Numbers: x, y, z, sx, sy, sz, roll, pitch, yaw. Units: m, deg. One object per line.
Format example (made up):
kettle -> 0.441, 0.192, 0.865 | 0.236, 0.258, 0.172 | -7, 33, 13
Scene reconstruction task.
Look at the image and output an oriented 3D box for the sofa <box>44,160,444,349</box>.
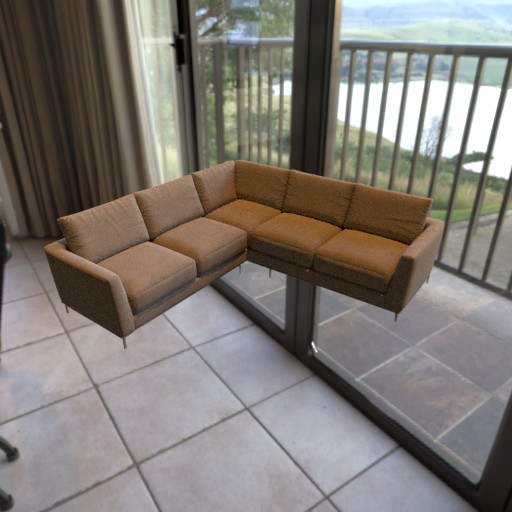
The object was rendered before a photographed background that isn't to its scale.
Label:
sofa -> 0.000, 0.000, 3.780 | 2.438, 0.864, 2.438 | 19, 33, 32
